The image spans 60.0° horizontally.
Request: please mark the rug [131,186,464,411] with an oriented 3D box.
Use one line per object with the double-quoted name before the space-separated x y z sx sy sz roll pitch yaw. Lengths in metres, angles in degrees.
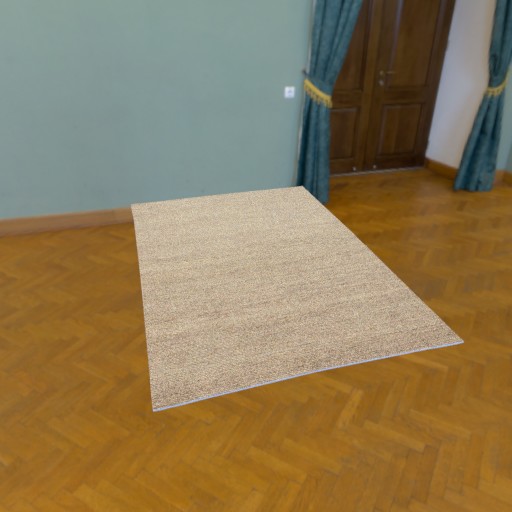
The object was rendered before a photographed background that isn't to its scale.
"rug" 0.000 0.000 3.094 1.609 0.030 2.342 -8 31 -14
